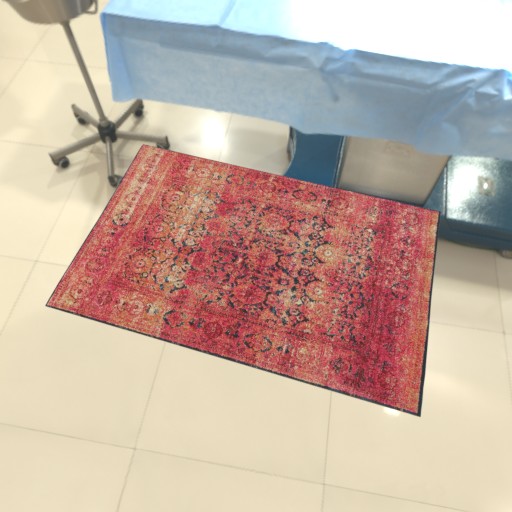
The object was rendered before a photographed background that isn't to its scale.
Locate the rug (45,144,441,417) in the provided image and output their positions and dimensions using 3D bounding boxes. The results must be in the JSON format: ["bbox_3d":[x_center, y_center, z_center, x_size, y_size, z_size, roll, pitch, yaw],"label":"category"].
[{"bbox_3d":[0.000,0.000,3.122,2.449,0.018,1.539,14,60,9],"label":"rug"}]
